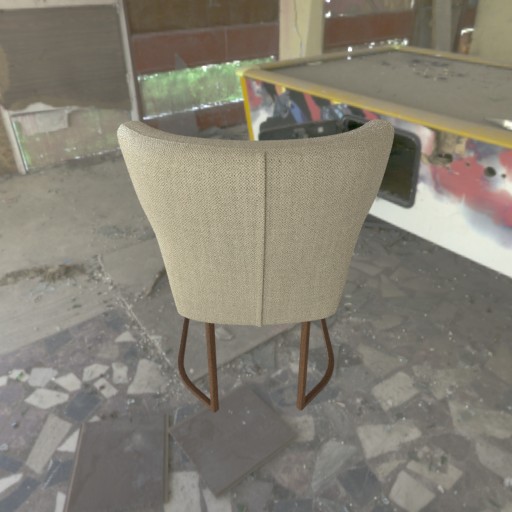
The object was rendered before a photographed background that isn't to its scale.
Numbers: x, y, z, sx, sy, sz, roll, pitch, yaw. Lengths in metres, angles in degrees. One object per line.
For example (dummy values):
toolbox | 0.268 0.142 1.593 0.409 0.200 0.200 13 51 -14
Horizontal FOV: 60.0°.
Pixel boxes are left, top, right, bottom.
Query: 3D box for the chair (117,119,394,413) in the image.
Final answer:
chair | 0.000 0.000 1.249 0.611 0.824 0.617 -1 33 -1
